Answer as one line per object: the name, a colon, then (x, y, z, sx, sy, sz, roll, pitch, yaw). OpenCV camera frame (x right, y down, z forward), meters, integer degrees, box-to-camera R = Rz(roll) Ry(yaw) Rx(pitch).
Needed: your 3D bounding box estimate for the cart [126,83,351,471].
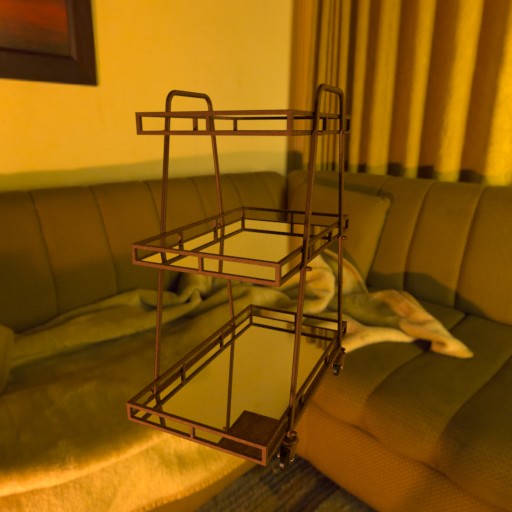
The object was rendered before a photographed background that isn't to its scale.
cart: (0.000, 0.000, 1.249, 0.441, 0.883, 0.711, 7, 18, 24)
